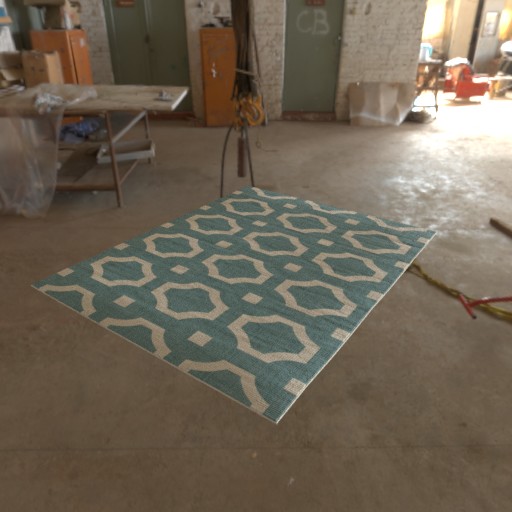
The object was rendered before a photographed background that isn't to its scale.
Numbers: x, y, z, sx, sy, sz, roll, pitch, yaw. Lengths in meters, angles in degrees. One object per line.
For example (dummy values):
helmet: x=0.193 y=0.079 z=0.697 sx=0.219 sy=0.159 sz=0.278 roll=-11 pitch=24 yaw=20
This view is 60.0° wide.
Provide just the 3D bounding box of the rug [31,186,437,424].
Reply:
rug: x=0.000 y=0.000 z=4.172 sx=2.466 sy=0.021 sz=3.049 roll=19 pitch=34 yaw=31
